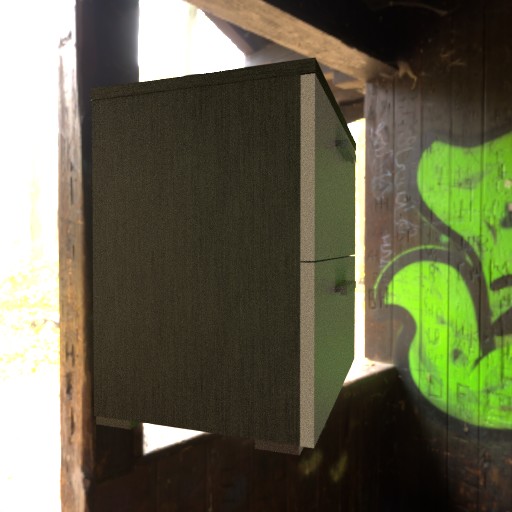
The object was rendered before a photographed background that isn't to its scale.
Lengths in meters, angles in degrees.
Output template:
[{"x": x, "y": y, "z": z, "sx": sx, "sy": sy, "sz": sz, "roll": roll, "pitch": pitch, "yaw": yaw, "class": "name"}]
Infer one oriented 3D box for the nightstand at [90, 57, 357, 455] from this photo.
[{"x": 0.000, "y": 0.000, "z": 0.762, "sx": 0.325, "sy": 0.460, "sz": 0.441, "roll": 0, "pitch": 1, "yaw": 19, "class": "nightstand"}]
